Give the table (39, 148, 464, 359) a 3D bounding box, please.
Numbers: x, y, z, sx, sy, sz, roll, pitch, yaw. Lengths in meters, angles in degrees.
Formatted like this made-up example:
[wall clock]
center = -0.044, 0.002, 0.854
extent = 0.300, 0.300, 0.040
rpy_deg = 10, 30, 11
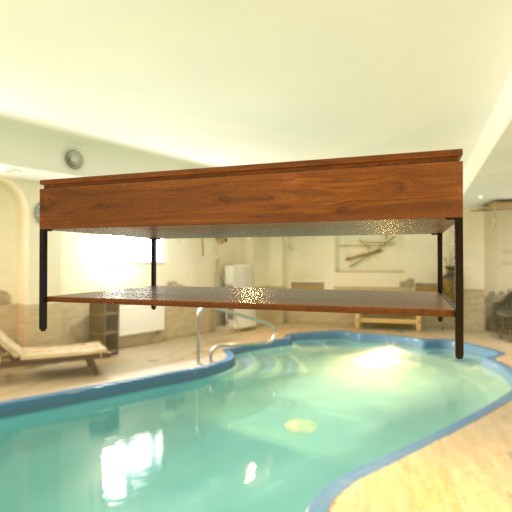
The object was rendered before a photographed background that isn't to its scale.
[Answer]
[table]
center = 0.000, 0.000, 1.312
extent = 1.057, 0.414, 0.574
rpy_deg = 0, -1, 19
